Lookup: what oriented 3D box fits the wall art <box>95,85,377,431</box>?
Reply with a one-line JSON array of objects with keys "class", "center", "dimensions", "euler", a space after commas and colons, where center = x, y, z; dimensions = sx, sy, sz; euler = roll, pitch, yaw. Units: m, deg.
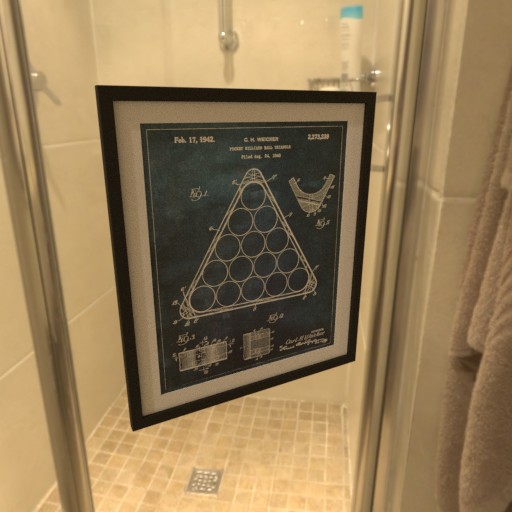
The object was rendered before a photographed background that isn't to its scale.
[{"class": "wall art", "center": [0.000, 0.000, 1.225], "dimensions": [0.755, 0.863, 0.028], "euler": [-9, 20, -26]}]
